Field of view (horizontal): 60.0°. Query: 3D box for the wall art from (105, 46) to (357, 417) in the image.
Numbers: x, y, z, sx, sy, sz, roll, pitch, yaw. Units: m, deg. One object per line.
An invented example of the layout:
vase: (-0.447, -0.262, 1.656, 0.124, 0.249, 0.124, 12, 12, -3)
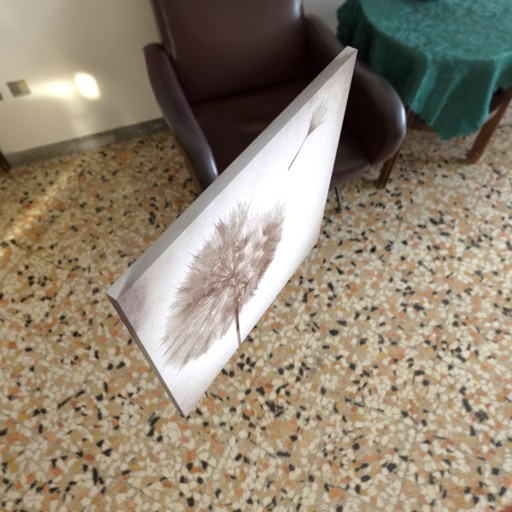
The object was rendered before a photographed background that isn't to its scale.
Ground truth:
wall art: (0.000, 0.000, 1.151, 0.027, 0.762, 0.762, 30, 63, 18)
